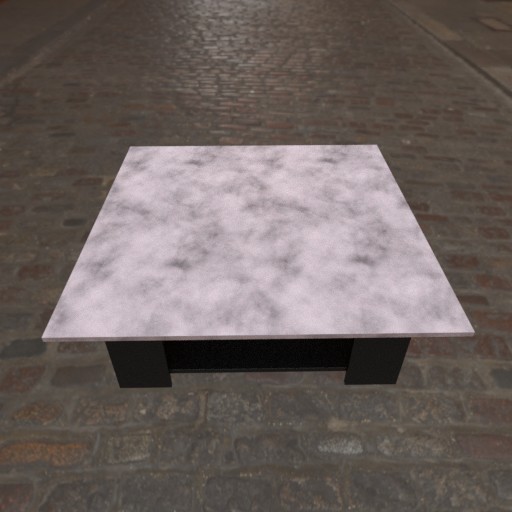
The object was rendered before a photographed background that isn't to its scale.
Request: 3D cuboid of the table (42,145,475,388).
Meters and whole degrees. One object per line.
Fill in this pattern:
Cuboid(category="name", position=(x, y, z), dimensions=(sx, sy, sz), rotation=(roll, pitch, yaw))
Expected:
Cuboid(category="table", position=(0.000, 0.000, 1.351), dimensions=(0.890, 0.305, 0.890), rotation=(-1, 39, -1))
